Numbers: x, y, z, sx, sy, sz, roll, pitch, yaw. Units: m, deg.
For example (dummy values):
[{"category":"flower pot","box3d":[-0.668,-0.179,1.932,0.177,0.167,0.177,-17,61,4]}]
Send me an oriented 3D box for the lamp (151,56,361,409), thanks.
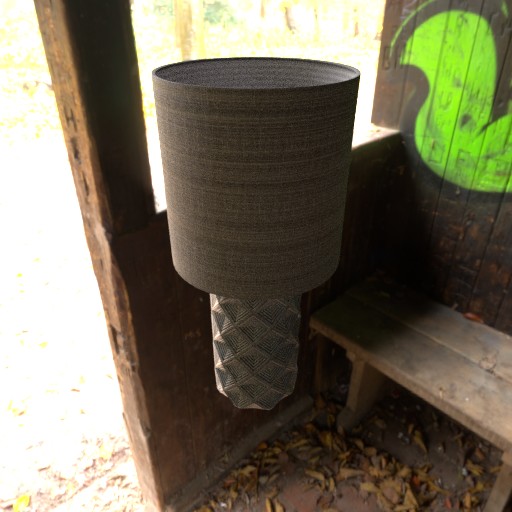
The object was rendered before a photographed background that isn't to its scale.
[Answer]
[{"category":"lamp","box3d":[0.000,0.000,0.722,0.269,0.566,0.268,10,32,16]}]
